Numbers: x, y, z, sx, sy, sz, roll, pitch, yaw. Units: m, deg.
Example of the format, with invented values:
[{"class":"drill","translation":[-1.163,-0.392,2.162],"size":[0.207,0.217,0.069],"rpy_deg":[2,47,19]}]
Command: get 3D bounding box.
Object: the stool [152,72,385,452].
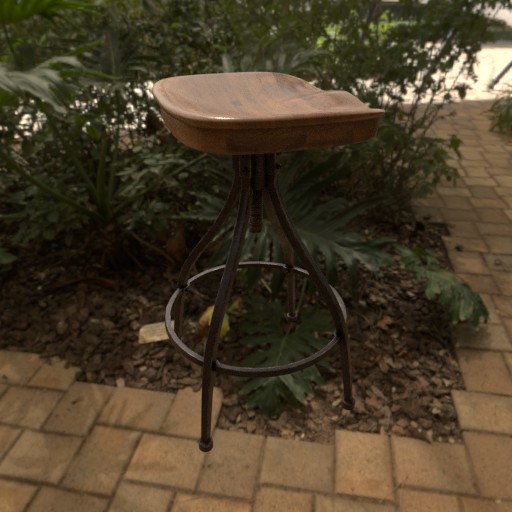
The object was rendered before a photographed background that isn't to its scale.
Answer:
[{"class":"stool","translation":[0.000,0.000,0.970],"size":[0.424,0.694,0.432],"rpy_deg":[-10,32,-16]}]
